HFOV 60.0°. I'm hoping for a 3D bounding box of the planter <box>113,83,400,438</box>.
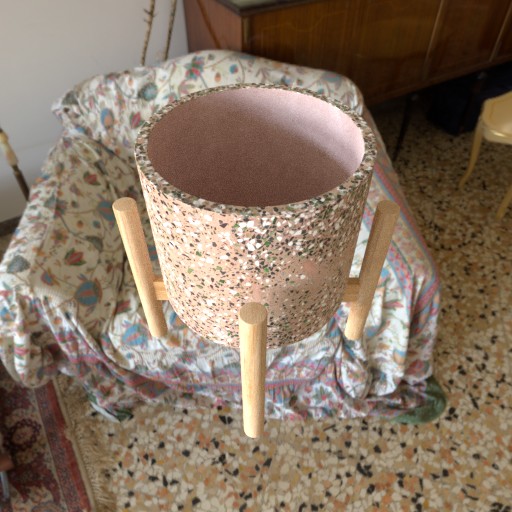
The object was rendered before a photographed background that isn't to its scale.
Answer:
[{"bbox_3d":[0.000,0.000,0.528,0.284,0.320,0.284,18,49,16],"label":"planter"}]
